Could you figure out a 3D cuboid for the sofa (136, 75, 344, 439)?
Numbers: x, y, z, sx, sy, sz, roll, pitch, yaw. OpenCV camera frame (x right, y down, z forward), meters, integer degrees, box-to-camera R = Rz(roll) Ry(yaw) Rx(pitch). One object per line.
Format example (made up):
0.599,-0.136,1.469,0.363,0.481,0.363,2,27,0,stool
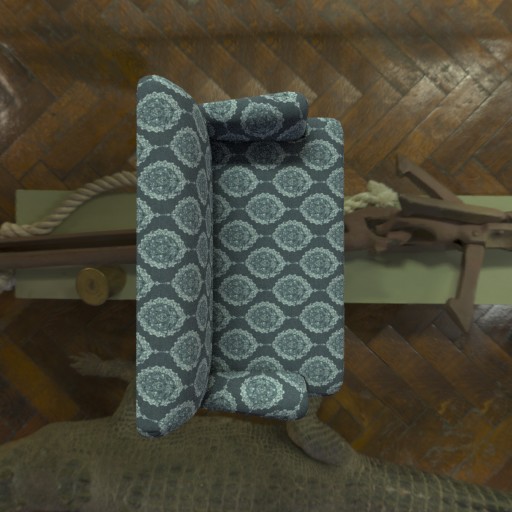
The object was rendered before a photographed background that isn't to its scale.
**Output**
0.000,0.000,1.839,0.779,0.867,1.297,0,90,-1,sofa
